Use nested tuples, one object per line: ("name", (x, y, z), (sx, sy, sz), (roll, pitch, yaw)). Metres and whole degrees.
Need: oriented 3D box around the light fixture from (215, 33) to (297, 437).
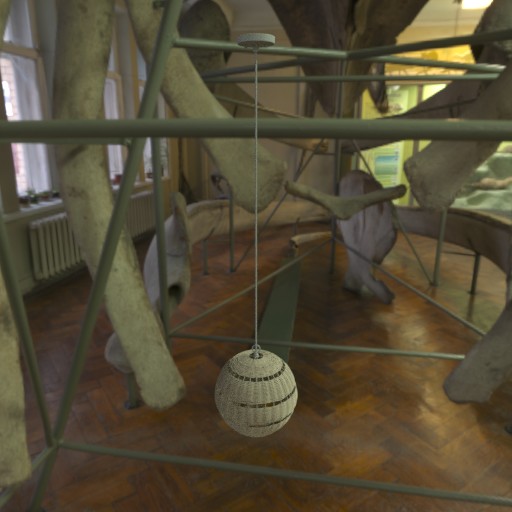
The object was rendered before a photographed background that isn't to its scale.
("light fixture", (0.000, 0.000, 2.244), (0.457, 2.019, 0.457), (3, 16, 10))
